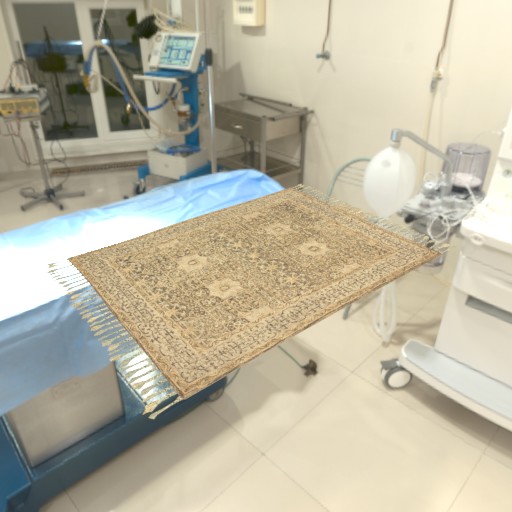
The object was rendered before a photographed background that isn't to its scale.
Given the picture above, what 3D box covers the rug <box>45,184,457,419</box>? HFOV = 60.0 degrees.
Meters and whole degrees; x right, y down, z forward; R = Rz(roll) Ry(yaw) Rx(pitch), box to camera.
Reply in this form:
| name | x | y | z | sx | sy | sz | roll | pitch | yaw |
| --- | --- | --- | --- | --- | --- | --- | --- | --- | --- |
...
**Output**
| name | x | y | z | sx | sy | sz | roll | pitch | yaw |
| --- | --- | --- | --- | --- | --- | --- | --- | --- | --- |
| rug | 0.000 | 0.000 | 3.106 | 2.465 | 0.023 | 1.619 | -22 | 37 | -32 |
